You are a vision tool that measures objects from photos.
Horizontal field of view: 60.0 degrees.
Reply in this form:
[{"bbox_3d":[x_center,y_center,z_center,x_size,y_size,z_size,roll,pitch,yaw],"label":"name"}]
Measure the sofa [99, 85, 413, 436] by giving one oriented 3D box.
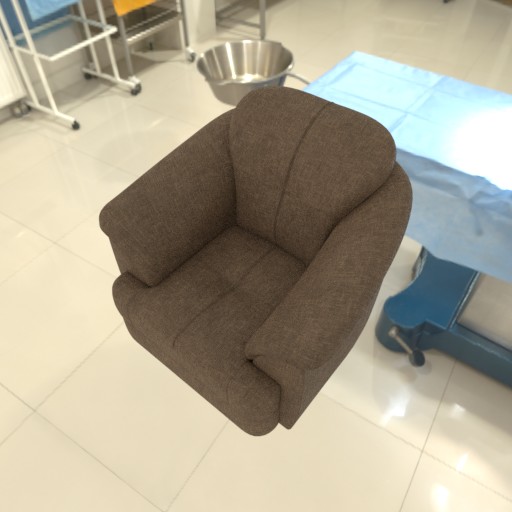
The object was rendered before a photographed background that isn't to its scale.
[{"bbox_3d":[0.000,0.000,1.488,0.870,0.811,0.794,31,55,25],"label":"sofa"}]
